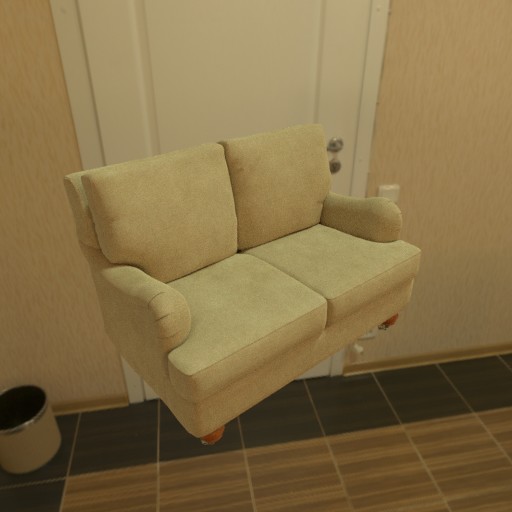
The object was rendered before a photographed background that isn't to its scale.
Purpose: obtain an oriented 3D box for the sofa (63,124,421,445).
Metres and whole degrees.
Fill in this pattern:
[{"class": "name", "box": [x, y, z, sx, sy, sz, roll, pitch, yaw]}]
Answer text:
[{"class": "sofa", "box": [0.000, 0.000, 2.288, 1.498, 1.087, 1.086, -22, 36, -34]}]
